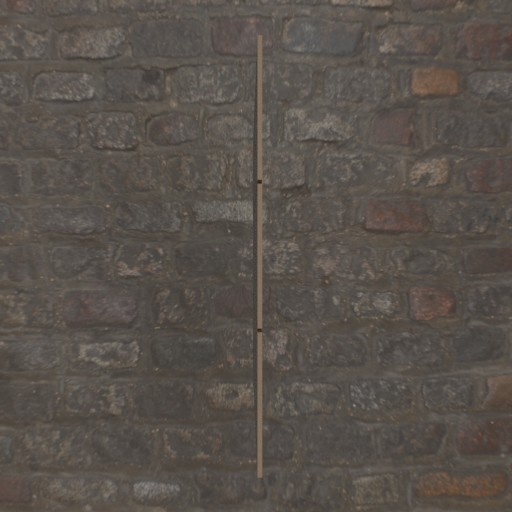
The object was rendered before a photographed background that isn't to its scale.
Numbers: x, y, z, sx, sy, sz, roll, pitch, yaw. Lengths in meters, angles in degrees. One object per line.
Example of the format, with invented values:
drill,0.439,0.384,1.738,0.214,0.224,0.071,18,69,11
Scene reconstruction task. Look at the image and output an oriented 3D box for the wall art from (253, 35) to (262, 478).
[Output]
wall art,0.000,0.000,2.286,0.017,1.521,1.527,0,90,-1
